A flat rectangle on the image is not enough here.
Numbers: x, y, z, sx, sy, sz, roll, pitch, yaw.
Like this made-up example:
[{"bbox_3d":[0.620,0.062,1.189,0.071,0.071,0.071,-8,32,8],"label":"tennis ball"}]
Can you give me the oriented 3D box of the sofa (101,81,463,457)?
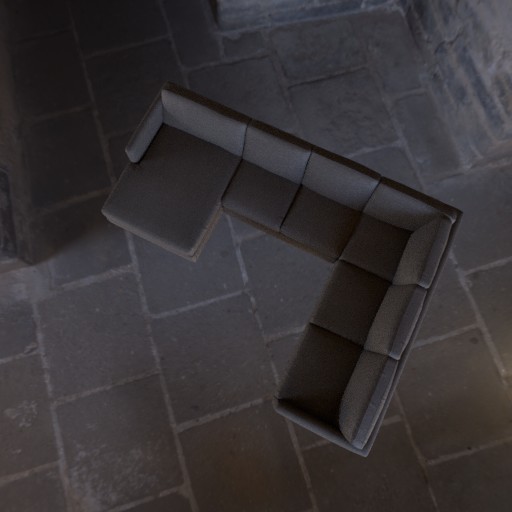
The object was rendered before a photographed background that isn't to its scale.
[{"bbox_3d":[0.000,0.000,4.607,3.460,0.961,2.594,26,78,6],"label":"sofa"}]
